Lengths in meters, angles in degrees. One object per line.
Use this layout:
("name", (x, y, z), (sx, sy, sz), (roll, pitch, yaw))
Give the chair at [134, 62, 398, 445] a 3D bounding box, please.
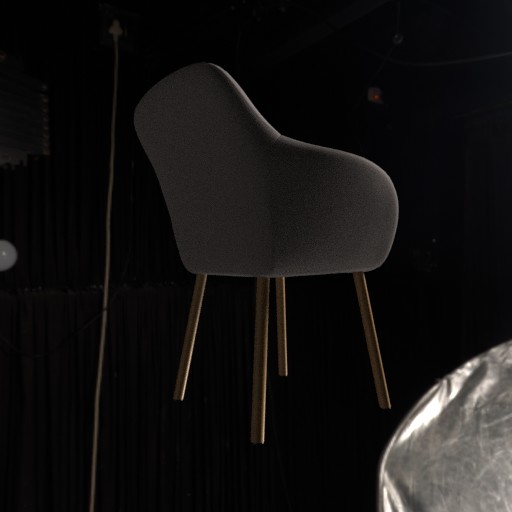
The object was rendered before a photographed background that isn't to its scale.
("chair", (0.000, 0.000, 1.221), (0.590, 0.830, 0.570), (1, -1, -37))
